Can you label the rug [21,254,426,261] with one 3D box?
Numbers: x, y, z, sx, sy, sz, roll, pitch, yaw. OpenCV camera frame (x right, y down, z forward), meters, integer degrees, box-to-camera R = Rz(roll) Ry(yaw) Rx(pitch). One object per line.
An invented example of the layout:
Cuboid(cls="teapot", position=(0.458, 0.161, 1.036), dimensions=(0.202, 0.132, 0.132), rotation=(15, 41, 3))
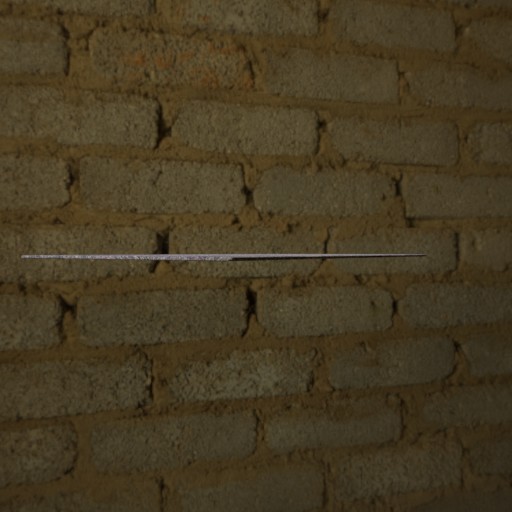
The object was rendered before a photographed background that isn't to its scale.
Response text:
Cuboid(cls="rug", position=(0.000, 0.000, 2.202), dimensions=(1.158, 0.013, 1.752), rotation=(0, 1, 37))
